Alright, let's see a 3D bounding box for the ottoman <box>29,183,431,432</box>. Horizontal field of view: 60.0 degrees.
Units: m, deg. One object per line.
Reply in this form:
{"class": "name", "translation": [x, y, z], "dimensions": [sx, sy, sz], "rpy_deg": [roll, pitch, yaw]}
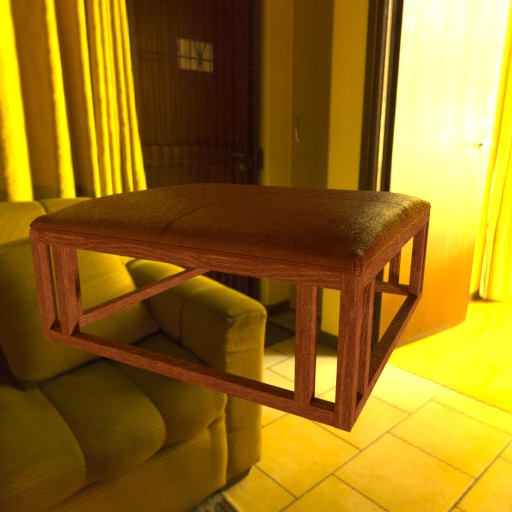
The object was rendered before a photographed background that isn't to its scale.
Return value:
{"class": "ottoman", "translation": [0.000, 0.000, 1.565], "dimensions": [1.016, 0.442, 1.013], "rpy_deg": [8, 16, 27]}
